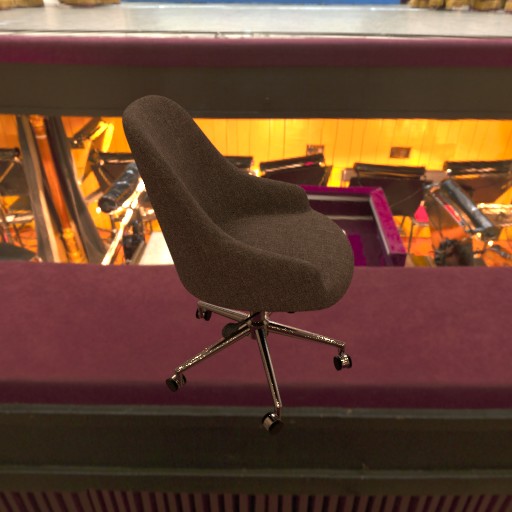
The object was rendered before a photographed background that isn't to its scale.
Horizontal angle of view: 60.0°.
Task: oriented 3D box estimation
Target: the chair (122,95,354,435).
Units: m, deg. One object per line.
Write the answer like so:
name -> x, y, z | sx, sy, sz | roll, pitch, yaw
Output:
chair -> 0.000, 0.000, 1.444 | 0.712, 0.950, 0.671 | 1, 32, 1
